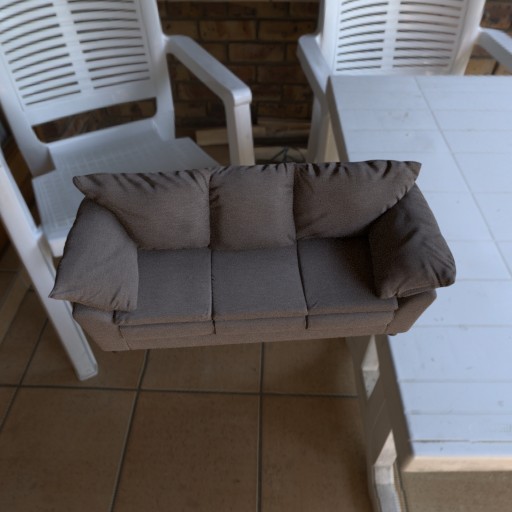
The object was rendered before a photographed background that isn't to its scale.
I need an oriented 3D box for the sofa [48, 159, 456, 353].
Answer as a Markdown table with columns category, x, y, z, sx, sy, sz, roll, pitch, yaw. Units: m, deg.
| category | x | y | z | sx | sy | sz | roll | pitch | yaw |
| --- | --- | --- | --- | --- | --- | --- | --- | --- | --- |
| sofa | 0.000 | 0.000 | 2.957 | 2.390 | 1.043 | 0.927 | -3 | 46 | -3 |
